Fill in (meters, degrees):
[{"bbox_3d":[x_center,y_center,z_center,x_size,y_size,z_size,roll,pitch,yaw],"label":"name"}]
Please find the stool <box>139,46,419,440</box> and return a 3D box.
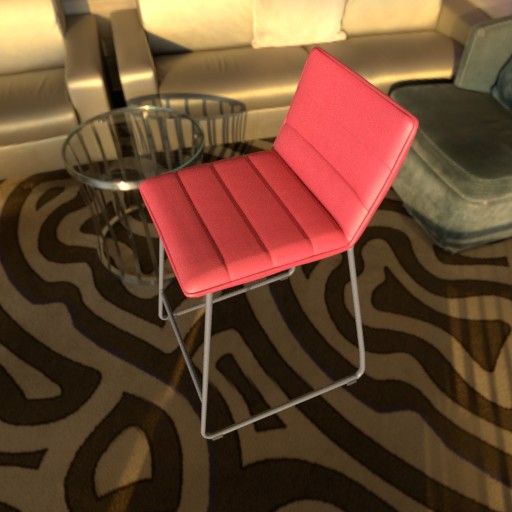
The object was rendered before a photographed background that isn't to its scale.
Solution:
[{"bbox_3d":[0.000,0.000,1.153,0.524,0.866,0.489,-18,49,-16],"label":"stool"}]
